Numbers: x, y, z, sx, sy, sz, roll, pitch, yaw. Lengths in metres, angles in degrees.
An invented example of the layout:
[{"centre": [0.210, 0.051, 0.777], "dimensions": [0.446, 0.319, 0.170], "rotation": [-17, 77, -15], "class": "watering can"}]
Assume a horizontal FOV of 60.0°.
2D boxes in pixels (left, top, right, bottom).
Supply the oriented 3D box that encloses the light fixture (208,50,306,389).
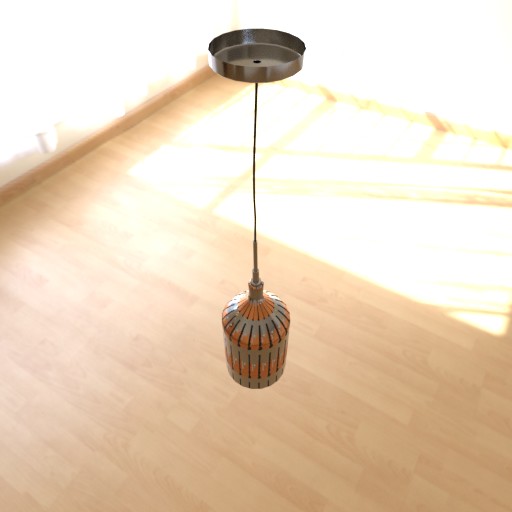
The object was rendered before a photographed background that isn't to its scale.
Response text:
[{"centre": [0.000, 0.000, 1.675], "dimensions": [0.303, 1.535, 0.303], "rotation": [0, 46, 0], "class": "light fixture"}]
